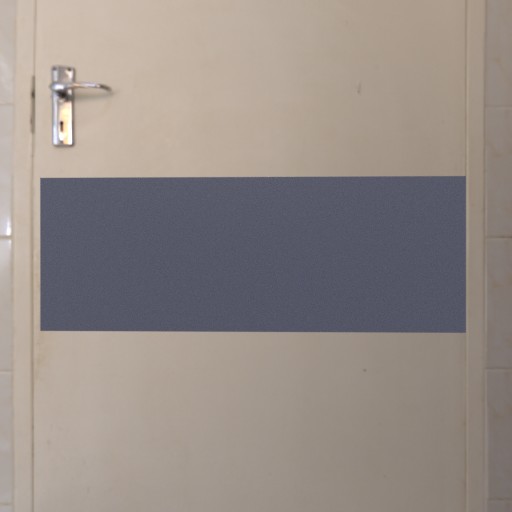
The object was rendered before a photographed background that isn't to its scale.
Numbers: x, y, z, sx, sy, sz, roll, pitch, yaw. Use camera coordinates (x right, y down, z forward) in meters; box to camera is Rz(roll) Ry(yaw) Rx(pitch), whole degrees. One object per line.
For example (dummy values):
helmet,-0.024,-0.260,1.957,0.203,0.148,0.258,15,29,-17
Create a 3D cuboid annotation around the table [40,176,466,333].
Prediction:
table,0.000,0.000,1.234,0.801,0.299,0.801,0,0,1
